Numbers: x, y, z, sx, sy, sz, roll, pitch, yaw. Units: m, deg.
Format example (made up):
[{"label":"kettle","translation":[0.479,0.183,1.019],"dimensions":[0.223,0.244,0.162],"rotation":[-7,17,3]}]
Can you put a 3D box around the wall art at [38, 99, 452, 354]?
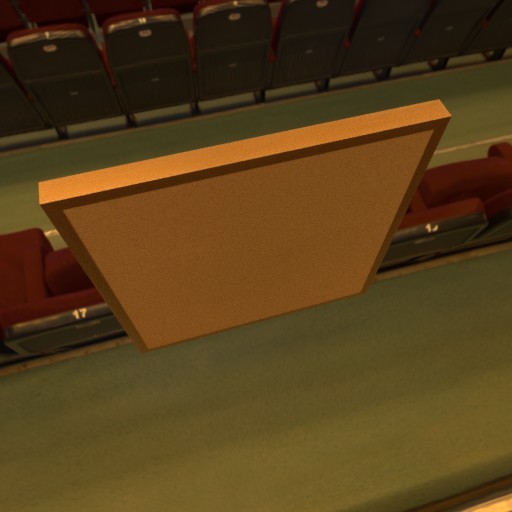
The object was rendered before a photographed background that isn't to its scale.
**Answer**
[{"label":"wall art","translation":[0.000,0.000,0.754],"dimensions":[0.510,0.509,0.033],"rotation":[-14,60,-8]}]
